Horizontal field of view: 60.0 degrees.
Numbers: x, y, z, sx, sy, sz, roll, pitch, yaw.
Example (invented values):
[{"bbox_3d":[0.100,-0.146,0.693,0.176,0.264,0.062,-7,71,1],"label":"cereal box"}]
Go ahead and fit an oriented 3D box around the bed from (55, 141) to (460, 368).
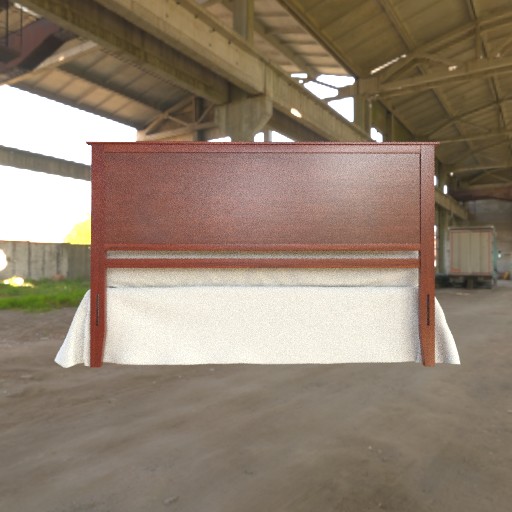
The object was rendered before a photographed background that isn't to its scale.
[{"bbox_3d":[0.000,0.000,3.586,2.314,1.271,2.219,0,-1,-1],"label":"bed"}]
